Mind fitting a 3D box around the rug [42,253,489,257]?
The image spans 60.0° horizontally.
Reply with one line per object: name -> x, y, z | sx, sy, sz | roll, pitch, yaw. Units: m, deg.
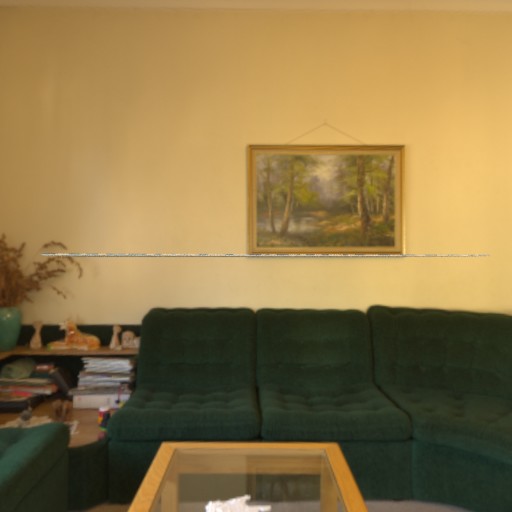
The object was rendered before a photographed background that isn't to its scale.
rug -> 0.000, 0.000, 3.002 | 2.447, 0.011, 1.520 | 0, 0, -18
